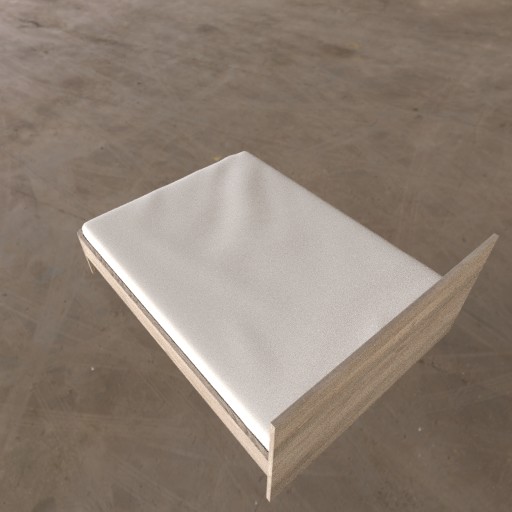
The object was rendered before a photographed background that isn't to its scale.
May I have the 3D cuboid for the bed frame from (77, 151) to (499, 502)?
[{"bbox_3d":[0.000,0.000,2.653,1.490,0.800,1.950,-31,53,-27],"label":"bed frame"}]
